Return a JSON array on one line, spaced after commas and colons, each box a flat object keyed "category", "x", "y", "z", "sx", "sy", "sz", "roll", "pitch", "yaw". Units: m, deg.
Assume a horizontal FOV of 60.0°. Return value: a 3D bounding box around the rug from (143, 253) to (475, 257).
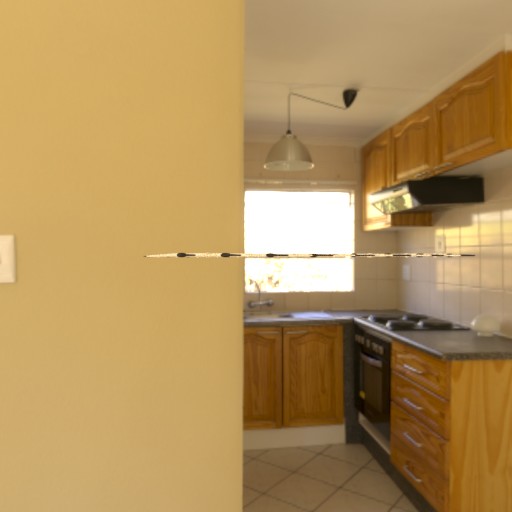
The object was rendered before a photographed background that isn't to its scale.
[{"category": "rug", "x": 0.000, "y": 0.000, "z": 3.340, "sx": 1.524, "sy": 0.021, "sz": 2.755, "roll": 0, "pitch": 0, "yaw": -17}]
